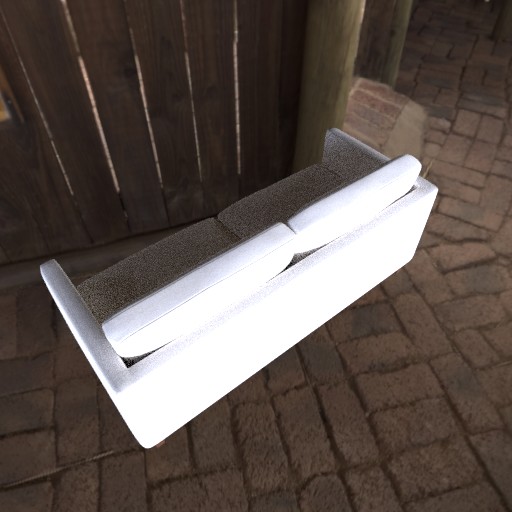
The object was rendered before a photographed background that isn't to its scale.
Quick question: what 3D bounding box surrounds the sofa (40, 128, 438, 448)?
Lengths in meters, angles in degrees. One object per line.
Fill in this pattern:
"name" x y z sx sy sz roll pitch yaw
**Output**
"sofa" 0.000 0.000 2.641 2.139 0.933 0.924 -30 54 -25
